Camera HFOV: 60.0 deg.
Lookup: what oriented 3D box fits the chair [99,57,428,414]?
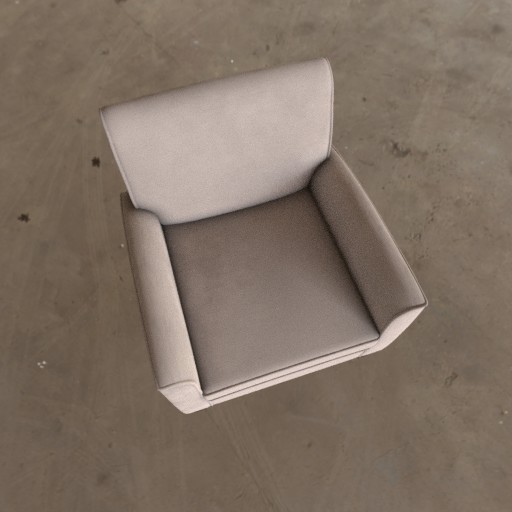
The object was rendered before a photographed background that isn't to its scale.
[{"bbox_3d":[0.000,0.000,1.574,0.820,0.915,0.821,-16,64,-8],"label":"chair"}]
